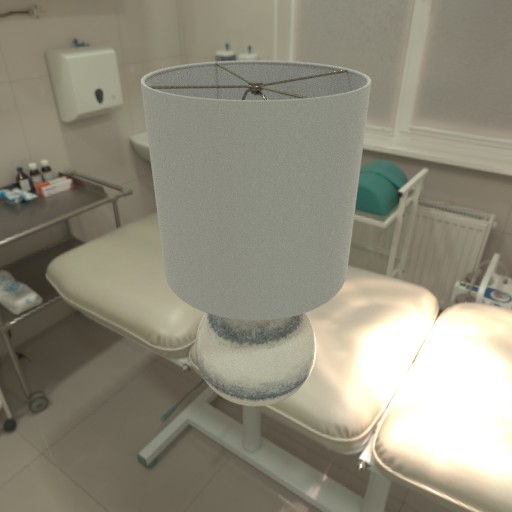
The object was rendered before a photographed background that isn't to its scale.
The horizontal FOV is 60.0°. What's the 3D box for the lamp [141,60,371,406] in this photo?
[{"bbox_3d":[0.000,0.000,0.530,0.216,0.404,0.216,20,36,29],"label":"lamp"}]
